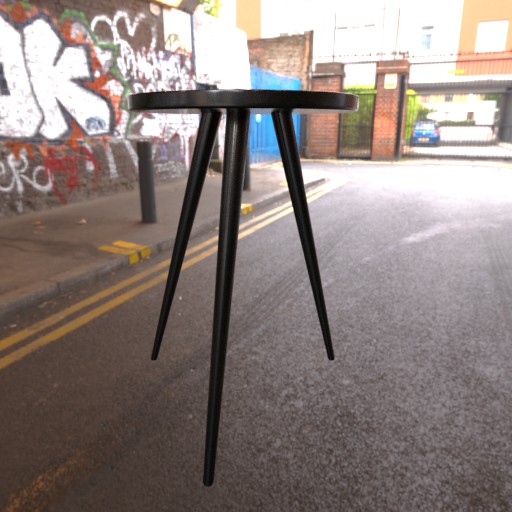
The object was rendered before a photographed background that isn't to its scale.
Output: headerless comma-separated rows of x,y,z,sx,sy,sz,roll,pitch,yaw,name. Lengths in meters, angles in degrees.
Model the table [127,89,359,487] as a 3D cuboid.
0.000,0.000,0.816,0.415,0.548,0.403,-8,18,-26,table
